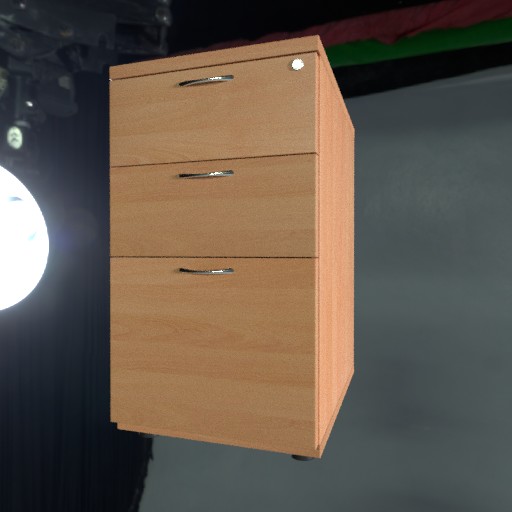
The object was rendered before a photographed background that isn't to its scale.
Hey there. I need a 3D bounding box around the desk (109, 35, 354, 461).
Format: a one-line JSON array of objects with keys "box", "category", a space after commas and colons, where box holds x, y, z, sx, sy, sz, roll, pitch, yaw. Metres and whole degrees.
[{"box": [0.000, 0.000, 1.065, 0.404, 0.730, 0.600, 0, 1, 18], "category": "desk"}]
